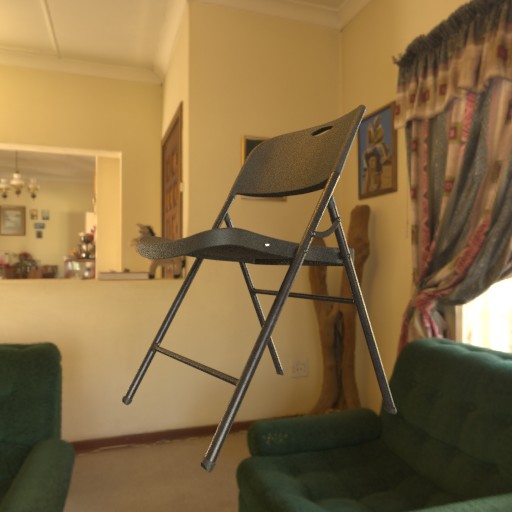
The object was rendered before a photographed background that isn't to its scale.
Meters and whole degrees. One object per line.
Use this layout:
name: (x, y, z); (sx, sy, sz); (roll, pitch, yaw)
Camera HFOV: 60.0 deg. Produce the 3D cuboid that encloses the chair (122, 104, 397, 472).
chair: (0.000, 0.000, 1.184); (0.566, 0.810, 0.494); (0, -1, -35)
